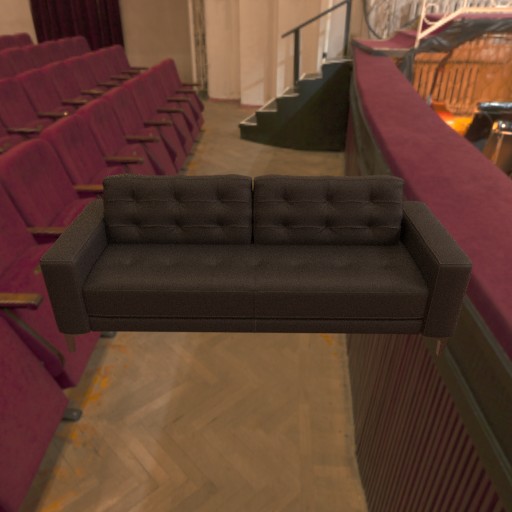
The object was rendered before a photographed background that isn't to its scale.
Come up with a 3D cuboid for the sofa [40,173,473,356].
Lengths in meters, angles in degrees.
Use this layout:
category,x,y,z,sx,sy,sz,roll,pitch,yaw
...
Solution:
category,x,y,z,sx,sy,sz,roll,pitch,yaw
sofa,0.000,0.000,2.714,2.275,0.893,0.833,0,30,1
